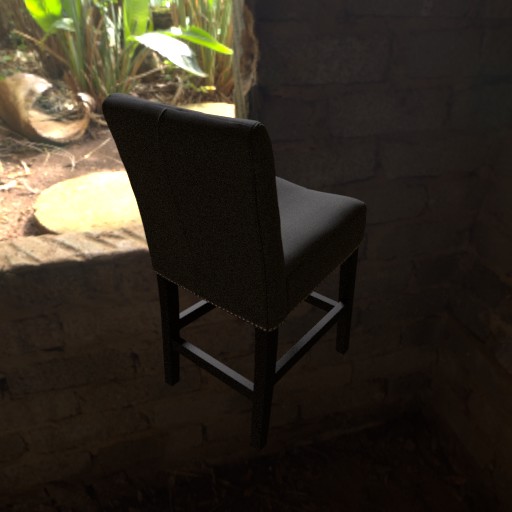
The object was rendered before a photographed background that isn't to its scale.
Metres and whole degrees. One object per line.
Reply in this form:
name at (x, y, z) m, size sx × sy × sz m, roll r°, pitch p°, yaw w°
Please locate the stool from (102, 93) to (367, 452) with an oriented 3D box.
stool at (0.000, 0.000, 1.222) m, size 0.427 × 0.885 × 0.571 m, roll 23°, pitch 38°, yaw 33°
